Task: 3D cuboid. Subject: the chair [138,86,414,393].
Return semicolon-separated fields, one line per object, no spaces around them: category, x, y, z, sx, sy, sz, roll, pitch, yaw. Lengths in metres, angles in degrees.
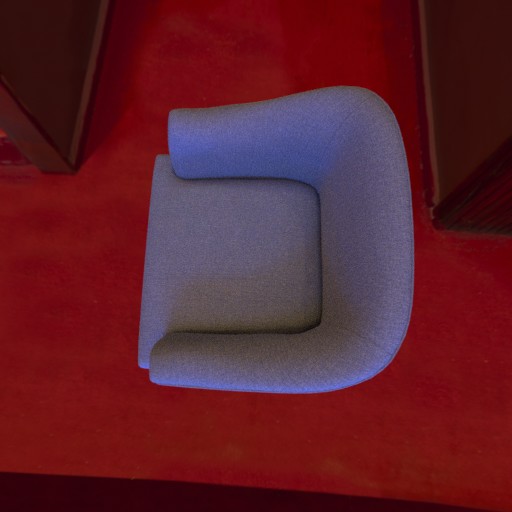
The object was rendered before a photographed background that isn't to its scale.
chair;0.000;0.000;1.384;0.704;0.815;0.798;1;75;0
